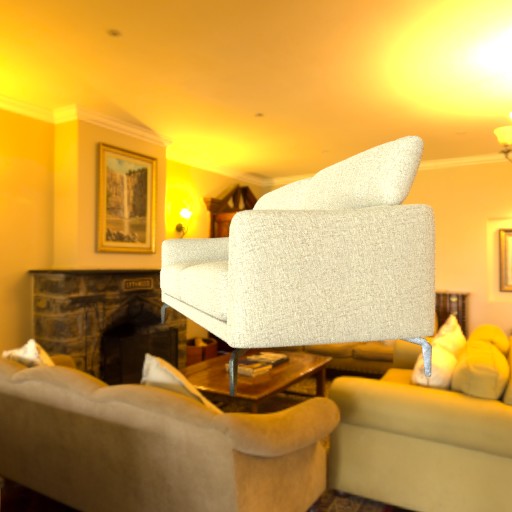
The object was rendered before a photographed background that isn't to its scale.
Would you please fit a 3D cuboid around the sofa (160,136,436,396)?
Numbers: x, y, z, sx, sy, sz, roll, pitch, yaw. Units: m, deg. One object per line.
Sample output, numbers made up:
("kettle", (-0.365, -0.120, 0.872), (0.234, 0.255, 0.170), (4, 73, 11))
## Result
("sofa", (0.000, 0.000, 2.464), (0.856, 0.956, 2.015), (0, -1, -19))
